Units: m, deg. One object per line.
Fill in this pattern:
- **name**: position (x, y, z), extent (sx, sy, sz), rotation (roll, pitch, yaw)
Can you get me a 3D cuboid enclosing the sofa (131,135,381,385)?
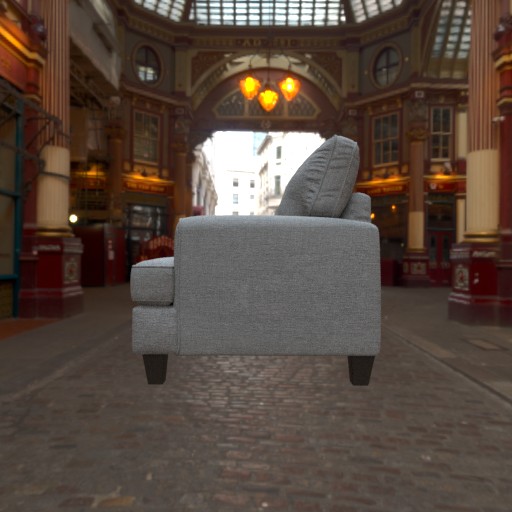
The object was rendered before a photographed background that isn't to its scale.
- **sofa**: position (0.000, 0.000, 2.688), extent (0.951, 0.965, 2.158), rotation (0, 0, 0)
